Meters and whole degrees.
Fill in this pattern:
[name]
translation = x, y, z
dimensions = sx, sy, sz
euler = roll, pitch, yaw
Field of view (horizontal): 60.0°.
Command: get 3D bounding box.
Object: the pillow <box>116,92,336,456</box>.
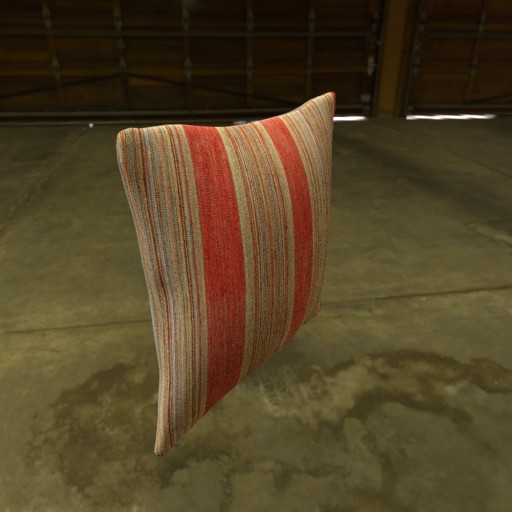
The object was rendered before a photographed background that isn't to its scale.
[pillow]
translation = 0.000, 0.000, 0.644
dimensions = 0.136, 0.419, 0.437
euler = 17, 30, 32
